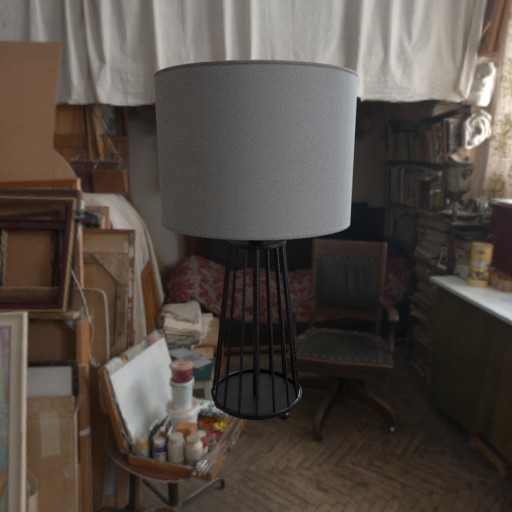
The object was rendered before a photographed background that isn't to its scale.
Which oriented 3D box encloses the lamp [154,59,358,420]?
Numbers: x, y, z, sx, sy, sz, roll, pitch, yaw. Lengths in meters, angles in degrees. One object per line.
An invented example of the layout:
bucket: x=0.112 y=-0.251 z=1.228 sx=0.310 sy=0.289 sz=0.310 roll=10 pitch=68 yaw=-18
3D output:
lamp: x=0.000 y=0.000 z=0.788 sx=0.322 sy=0.593 sz=0.322 roll=13 pitch=19 yaw=42
